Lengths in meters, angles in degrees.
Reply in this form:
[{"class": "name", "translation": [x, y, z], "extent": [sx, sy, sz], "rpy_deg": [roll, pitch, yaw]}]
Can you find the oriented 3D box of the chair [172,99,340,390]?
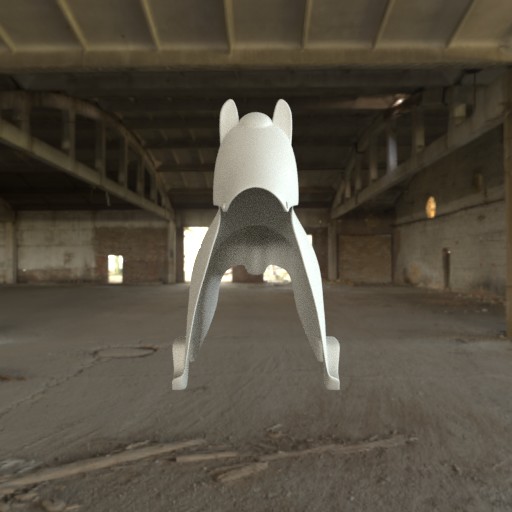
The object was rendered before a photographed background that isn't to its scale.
[{"class": "chair", "translation": [0.000, 0.000, 1.139], "extent": [0.429, 0.612, 0.800], "rpy_deg": [0, -1, 0]}]
